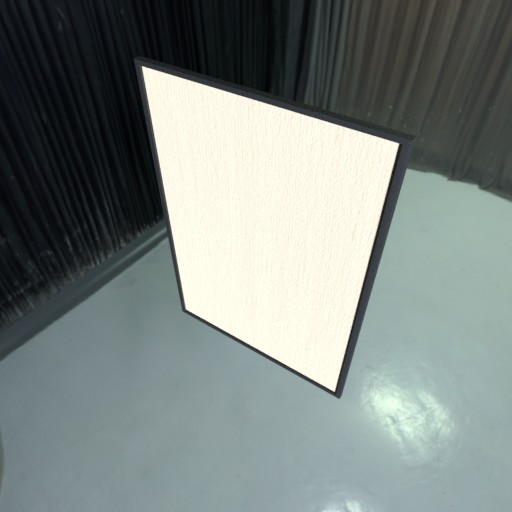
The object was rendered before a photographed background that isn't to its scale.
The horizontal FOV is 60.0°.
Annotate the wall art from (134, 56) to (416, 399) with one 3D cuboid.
[{"bbox_3d":[0.000,0.000,0.857,0.457,0.657,0.013,25,50,22],"label":"wall art"}]
